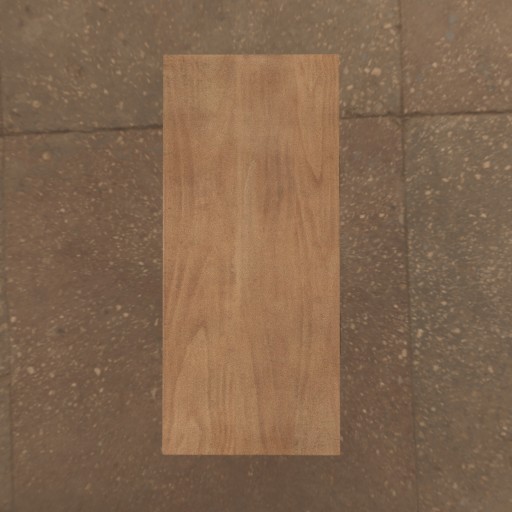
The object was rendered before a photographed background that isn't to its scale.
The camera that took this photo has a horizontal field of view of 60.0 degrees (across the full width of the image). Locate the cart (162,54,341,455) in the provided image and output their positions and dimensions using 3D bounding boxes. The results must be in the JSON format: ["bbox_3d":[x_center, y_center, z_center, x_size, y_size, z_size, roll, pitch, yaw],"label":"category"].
[{"bbox_3d":[0.000,0.000,0.991,0.298,0.554,0.686,0,89,0],"label":"cart"}]
